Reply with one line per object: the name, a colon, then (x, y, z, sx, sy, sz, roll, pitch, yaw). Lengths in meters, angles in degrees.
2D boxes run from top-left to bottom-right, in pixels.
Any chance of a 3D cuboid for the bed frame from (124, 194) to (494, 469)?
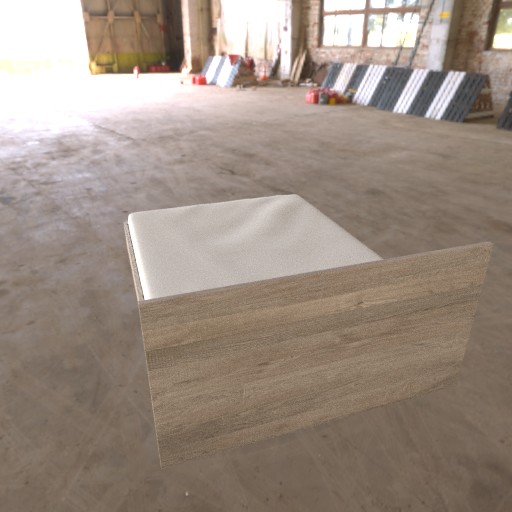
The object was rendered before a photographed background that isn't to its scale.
bed frame: (0.000, 0.000, 2.691, 1.490, 0.800, 1.950, -9, 28, -17)
